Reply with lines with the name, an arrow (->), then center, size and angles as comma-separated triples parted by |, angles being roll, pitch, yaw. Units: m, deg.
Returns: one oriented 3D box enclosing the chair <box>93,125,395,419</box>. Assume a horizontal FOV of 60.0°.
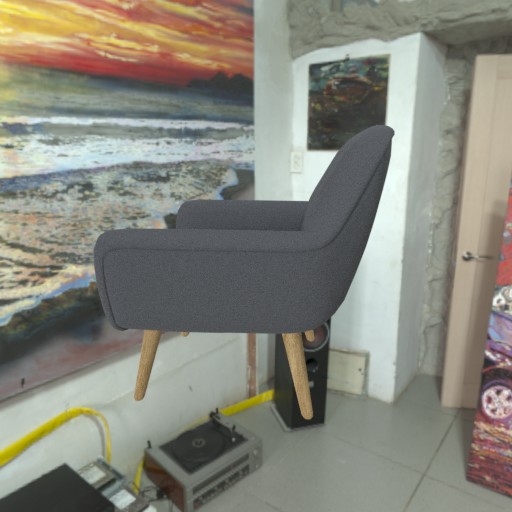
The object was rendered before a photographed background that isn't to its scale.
chair -> 0.000, 0.000, 1.432 | 0.779, 0.800, 0.770 | 2, 13, 8
